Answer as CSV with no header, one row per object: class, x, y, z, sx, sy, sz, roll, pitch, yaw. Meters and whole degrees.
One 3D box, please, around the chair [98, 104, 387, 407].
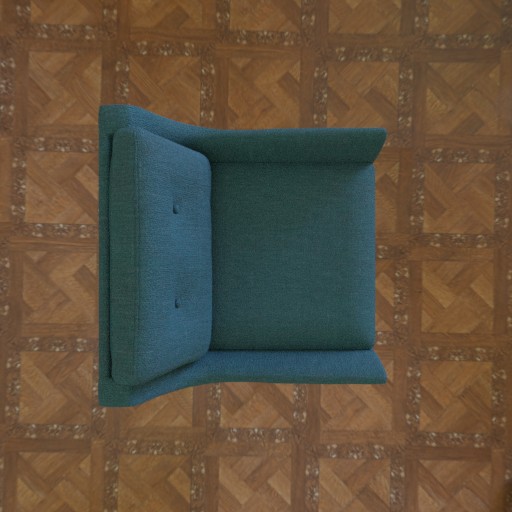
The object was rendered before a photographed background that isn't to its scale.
chair,0.000,0.000,1.524,0.849,0.828,0.847,0,90,0
